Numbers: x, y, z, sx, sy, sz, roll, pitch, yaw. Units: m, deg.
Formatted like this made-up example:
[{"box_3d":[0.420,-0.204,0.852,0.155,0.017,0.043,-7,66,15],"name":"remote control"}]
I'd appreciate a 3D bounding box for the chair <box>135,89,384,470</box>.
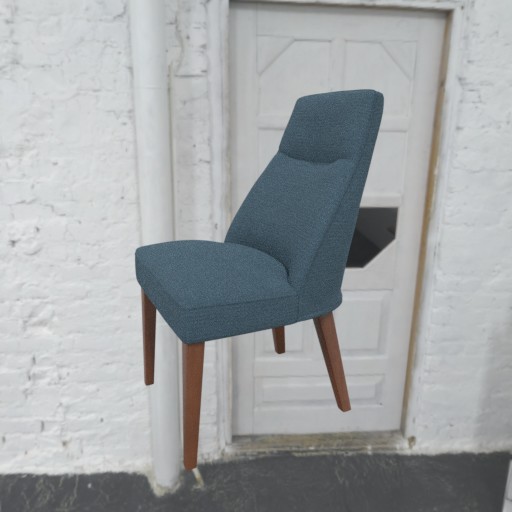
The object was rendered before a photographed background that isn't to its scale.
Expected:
[{"box_3d":[0.000,0.000,1.308,0.620,0.930,0.500,-8,18,-26],"name":"chair"}]
